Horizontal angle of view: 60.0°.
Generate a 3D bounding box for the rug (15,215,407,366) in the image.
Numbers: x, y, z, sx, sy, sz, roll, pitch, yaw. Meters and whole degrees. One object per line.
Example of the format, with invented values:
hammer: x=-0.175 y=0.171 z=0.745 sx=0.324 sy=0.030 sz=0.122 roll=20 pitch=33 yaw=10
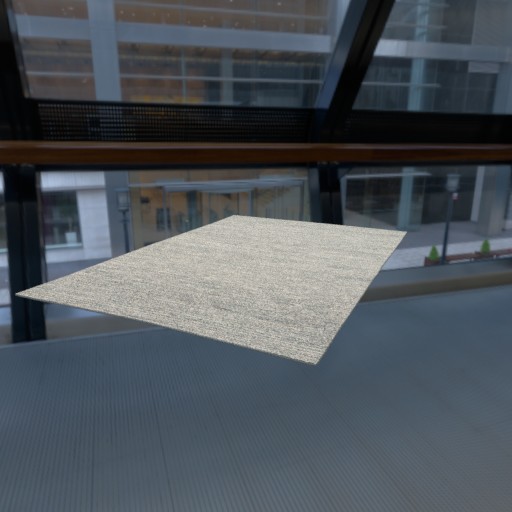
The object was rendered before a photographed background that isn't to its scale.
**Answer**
rug: x=0.000 y=0.000 z=2.943 sx=1.616 sy=0.030 sz=2.338 roll=8 pitch=18 yaw=25
